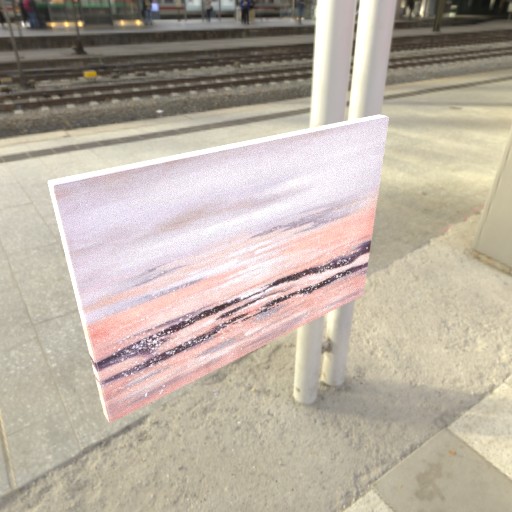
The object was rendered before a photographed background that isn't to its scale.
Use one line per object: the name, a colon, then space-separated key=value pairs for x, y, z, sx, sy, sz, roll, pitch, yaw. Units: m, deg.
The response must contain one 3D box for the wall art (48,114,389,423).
wall art: x=0.000 y=0.000 z=1.174 sx=0.913 sy=0.609 sz=0.038 roll=-20 pitch=35 yaw=-31
